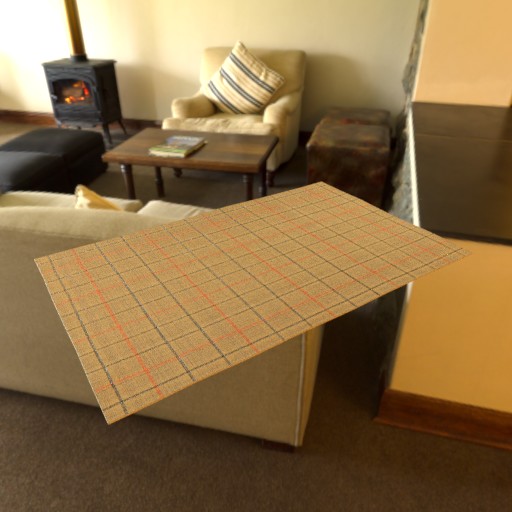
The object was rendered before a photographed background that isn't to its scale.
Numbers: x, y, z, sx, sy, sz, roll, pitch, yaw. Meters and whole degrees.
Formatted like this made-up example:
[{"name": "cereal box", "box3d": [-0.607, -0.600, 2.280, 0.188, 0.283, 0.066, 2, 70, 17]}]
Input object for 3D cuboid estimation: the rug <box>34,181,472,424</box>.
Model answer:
[{"name": "rug", "box3d": [0.000, 0.000, 2.905, 2.439, 0.015, 1.524, -19, 36, -28]}]
